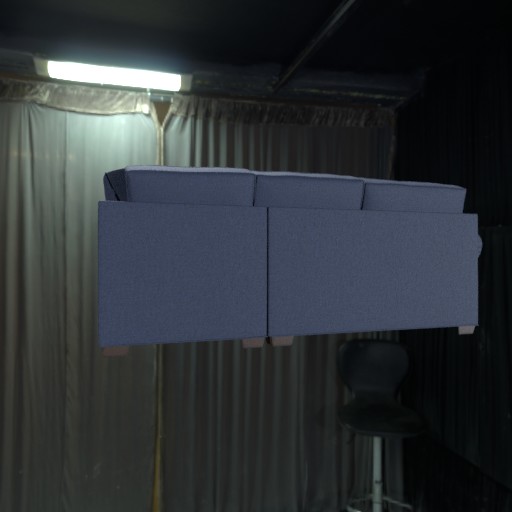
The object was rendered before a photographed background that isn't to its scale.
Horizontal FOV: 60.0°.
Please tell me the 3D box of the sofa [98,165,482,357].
[{"bbox_3d":[0.000,0.000,3.825,2.487,1.042,2.562,0,0,-17],"label":"sofa"}]
